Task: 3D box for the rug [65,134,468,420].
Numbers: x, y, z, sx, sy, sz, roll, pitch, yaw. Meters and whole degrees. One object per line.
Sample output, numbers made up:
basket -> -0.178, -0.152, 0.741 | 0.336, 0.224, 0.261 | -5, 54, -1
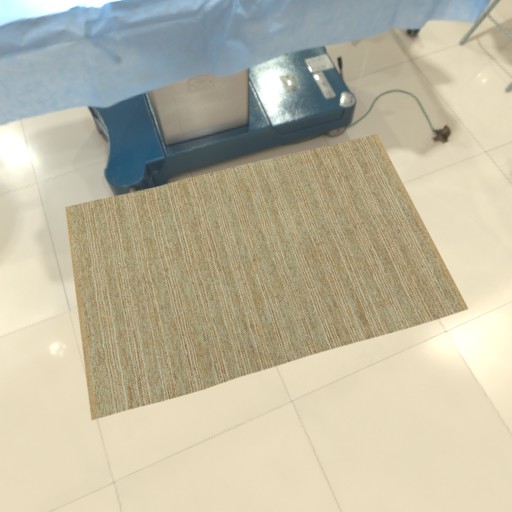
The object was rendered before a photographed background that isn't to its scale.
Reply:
rug -> 0.000, 0.000, 3.058 | 2.448, 0.012, 1.540 | -15, 65, -7
